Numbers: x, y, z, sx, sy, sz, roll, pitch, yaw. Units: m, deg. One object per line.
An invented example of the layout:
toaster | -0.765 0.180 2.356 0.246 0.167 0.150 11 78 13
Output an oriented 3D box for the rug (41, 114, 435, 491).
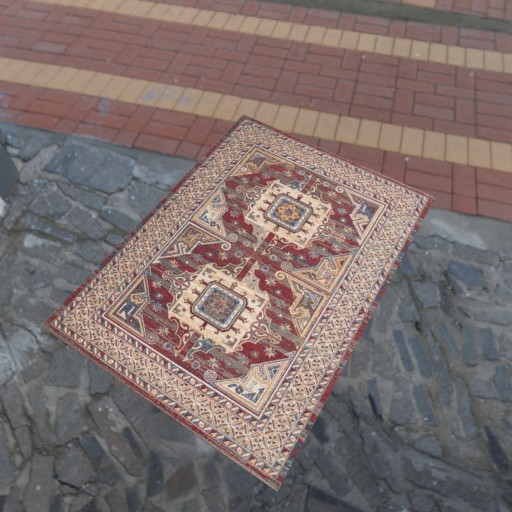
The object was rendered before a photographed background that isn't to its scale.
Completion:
rug | 0.000 0.000 4.217 2.381 0.013 3.197 28 62 17
